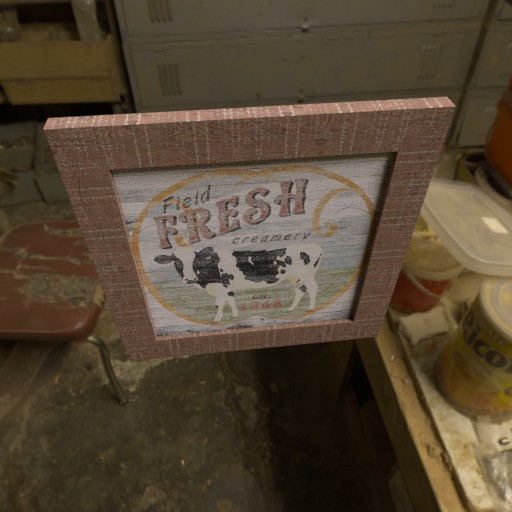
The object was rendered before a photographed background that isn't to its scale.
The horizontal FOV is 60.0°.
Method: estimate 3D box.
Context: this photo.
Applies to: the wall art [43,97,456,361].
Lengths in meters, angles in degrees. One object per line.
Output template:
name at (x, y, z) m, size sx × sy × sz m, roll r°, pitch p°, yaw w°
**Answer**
wall art at (0.000, 0.000, 0.765) m, size 0.531 × 0.531 × 0.029 m, roll -5°, pitch 45°, yaw -5°
